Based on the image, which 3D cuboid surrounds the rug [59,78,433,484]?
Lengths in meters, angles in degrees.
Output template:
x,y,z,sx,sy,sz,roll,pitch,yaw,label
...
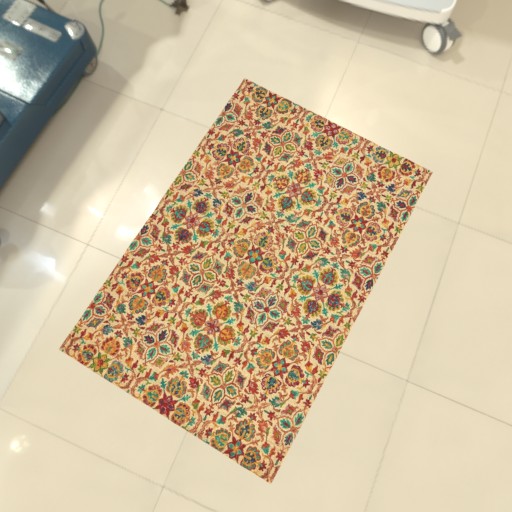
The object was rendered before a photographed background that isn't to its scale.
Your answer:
x,y,z,sx,sy,sz,roll,pitch,yaw,label
0.000,0.000,2.353,1.226,0.013,1.838,29,77,8,rug
